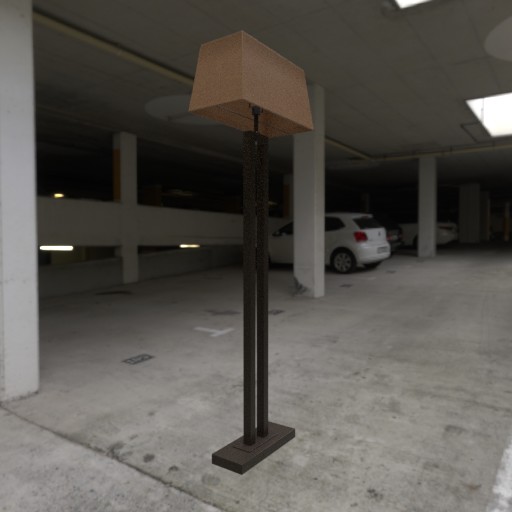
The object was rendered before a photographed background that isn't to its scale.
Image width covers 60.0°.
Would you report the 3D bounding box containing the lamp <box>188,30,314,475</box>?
[{"bbox_3d":[0.000,0.000,1.659,0.233,1.469,0.475,1,2,35],"label":"lamp"}]
